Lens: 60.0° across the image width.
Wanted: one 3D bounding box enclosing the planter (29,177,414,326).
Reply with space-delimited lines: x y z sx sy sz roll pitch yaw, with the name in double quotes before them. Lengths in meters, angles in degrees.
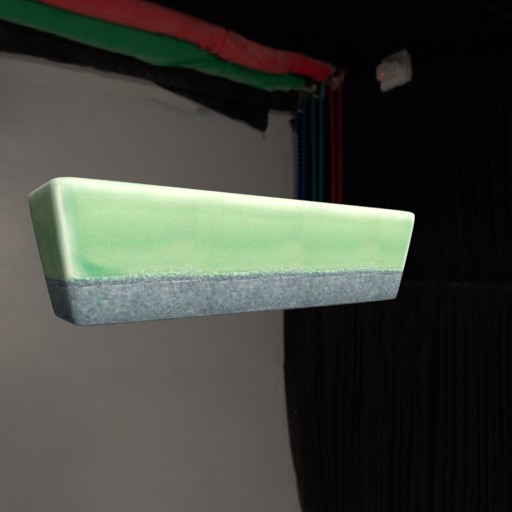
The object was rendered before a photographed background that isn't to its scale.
"planter" 0.000 0.000 0.306 0.275 0.072 0.072 0 0 -36
